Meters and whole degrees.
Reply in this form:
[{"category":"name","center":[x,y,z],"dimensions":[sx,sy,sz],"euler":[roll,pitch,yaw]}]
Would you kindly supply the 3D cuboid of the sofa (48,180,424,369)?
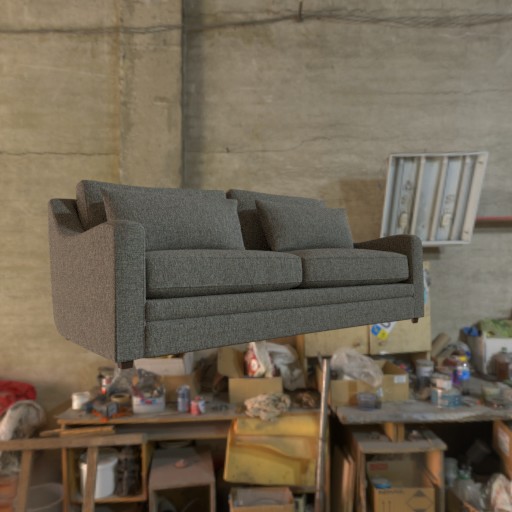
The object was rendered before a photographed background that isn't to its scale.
[{"category":"sofa","center":[0.000,0.000,3.018],"dimensions":[2.418,0.998,1.103],"euler":[0,0,-37]}]
